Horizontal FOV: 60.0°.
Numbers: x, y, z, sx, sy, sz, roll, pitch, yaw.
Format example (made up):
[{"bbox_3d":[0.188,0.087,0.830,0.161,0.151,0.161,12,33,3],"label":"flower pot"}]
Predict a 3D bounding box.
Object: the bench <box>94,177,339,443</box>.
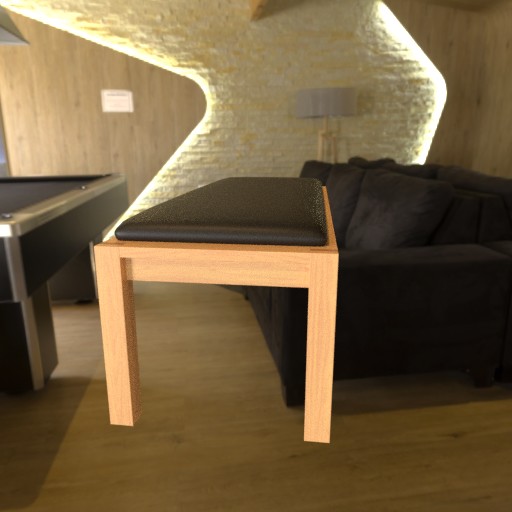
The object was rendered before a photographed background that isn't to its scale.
[{"bbox_3d":[0.000,0.000,1.416,0.450,0.430,1.202,2,15,7],"label":"bench"}]
